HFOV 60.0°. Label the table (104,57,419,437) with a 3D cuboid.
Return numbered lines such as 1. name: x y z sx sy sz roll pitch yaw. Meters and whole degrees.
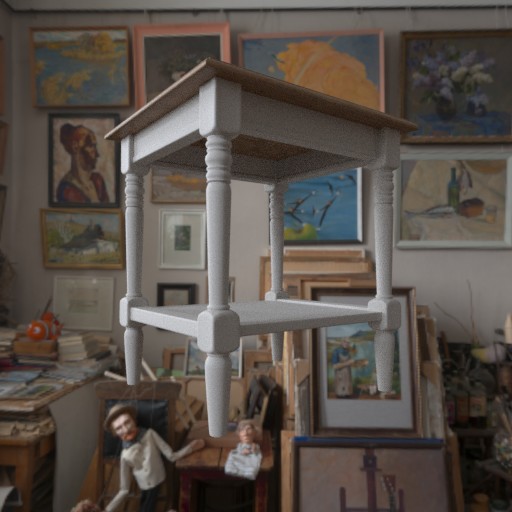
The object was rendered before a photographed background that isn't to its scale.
1. table: 0.000 0.000 0.952 0.508 0.561 0.457 1 -2 -36
